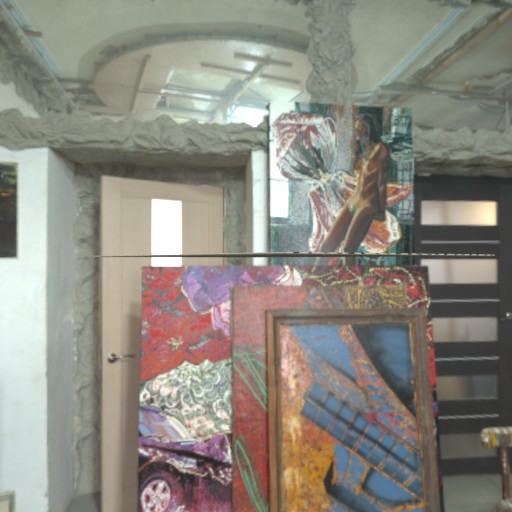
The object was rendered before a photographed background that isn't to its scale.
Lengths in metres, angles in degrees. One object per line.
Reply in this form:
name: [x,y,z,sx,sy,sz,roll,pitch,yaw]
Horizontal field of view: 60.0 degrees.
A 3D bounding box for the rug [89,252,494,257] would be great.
rug: [0.000,0.000,2.997,1.523,0.008,2.438,0,-1,-36]
